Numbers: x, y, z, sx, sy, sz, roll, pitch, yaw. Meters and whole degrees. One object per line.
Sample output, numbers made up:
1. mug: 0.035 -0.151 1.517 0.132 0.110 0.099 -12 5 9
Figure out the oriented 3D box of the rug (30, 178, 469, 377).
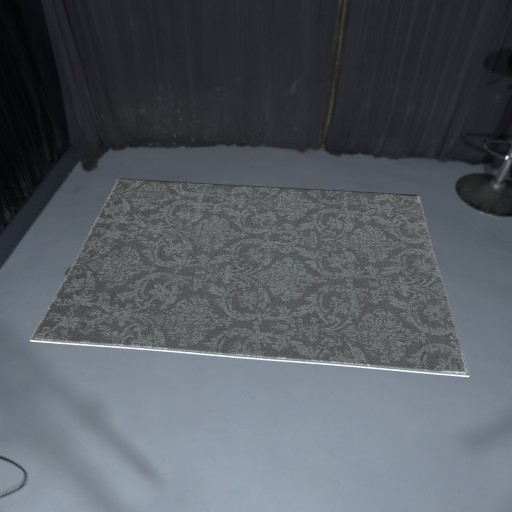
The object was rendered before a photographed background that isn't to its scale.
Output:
1. rug: 0.000 0.000 3.398 2.746 0.018 1.819 4 45 4
